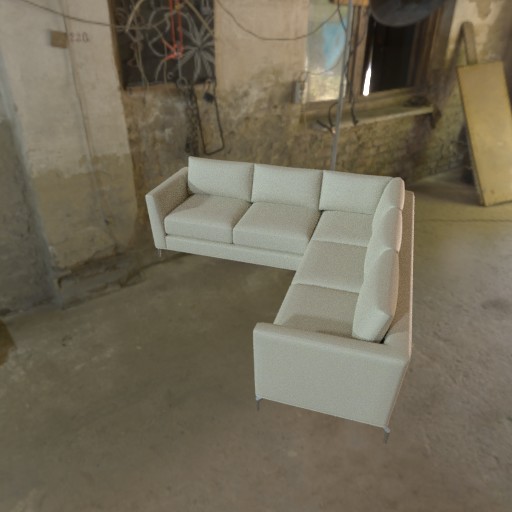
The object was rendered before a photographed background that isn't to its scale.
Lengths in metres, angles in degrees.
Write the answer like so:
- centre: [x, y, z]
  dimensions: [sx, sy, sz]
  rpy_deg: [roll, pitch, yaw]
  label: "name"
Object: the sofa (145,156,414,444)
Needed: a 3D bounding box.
- centre: [0.000, 0.000, 3.708]
  dimensions: [2.430, 0.867, 2.448]
  rpy_deg: [9, 32, 15]
  label: "sofa"
